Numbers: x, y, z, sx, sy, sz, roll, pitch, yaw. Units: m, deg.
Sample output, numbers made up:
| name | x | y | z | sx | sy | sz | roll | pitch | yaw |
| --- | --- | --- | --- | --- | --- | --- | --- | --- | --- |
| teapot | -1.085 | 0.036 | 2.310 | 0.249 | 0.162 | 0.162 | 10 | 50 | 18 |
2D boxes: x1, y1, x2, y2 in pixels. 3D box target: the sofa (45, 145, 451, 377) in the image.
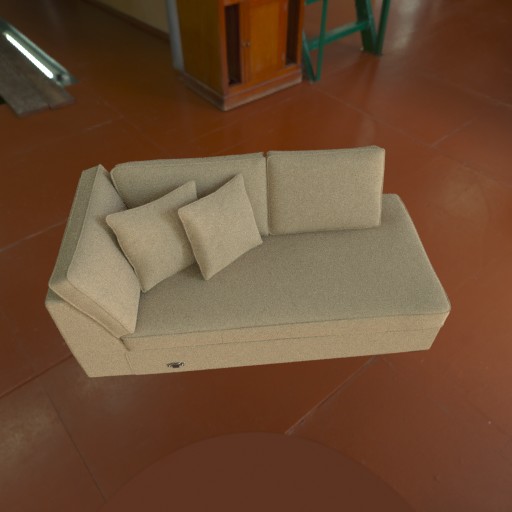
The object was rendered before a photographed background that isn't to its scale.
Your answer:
| name | x | y | z | sx | sy | sz | roll | pitch | yaw |
| --- | --- | --- | --- | --- | --- | --- | --- | --- | --- |
| sofa | 0.000 | 0.000 | 2.848 | 2.237 | 1.033 | 1.110 | -4 | 47 | -4 |
